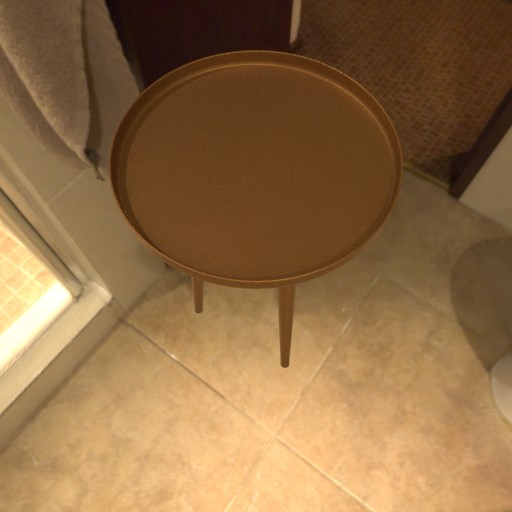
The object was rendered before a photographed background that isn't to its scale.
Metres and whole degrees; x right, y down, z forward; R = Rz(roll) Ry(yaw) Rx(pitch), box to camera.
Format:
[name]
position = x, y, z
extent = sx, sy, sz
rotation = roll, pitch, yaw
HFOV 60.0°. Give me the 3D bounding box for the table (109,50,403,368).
[table]
position = 0.000, 0.000, 0.667
extent = 0.299, 0.480, 0.299
rotation = -1, 63, 0
